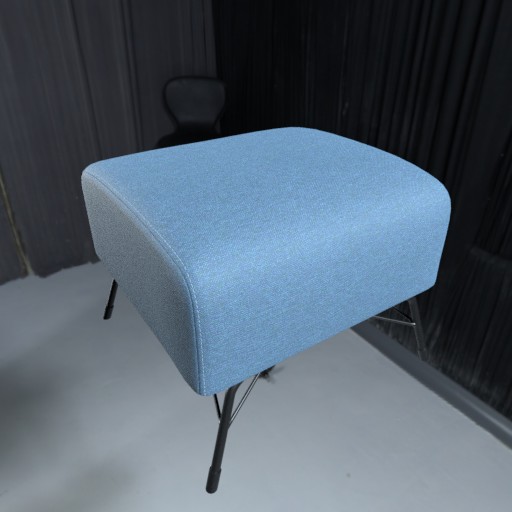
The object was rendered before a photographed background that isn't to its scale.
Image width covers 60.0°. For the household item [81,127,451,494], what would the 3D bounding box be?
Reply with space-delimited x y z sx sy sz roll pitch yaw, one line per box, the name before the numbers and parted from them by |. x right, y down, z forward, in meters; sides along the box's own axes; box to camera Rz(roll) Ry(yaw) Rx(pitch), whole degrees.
household item | 0.000 0.000 0.888 0.530 0.420 0.530 -19 35 -29
